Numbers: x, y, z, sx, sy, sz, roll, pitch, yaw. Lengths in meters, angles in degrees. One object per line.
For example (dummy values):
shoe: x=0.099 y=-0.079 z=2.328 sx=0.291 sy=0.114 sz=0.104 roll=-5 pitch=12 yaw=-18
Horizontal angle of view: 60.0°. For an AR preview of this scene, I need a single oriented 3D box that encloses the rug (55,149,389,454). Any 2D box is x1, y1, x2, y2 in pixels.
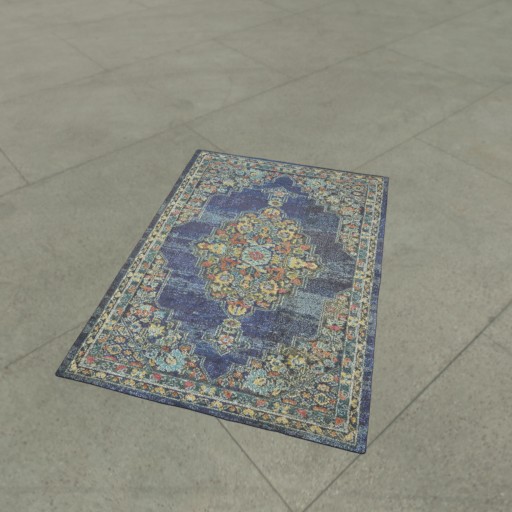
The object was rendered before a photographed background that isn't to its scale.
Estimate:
rug: x=0.000 y=0.000 z=2.938 sx=1.630 sy=0.009 sz=2.232 roll=11 pitch=47 yaw=10
